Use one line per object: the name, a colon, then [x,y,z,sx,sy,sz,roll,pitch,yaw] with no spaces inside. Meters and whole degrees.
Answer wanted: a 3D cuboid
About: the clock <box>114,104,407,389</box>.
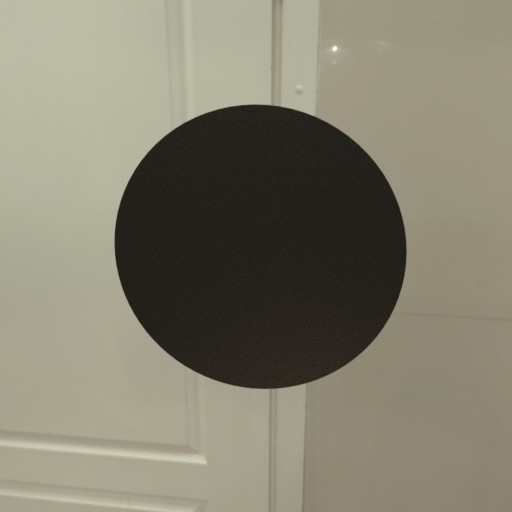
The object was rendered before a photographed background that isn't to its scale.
clock: [0.000,0.000,0.703,0.454,0.454,0.038,2,16,7]
